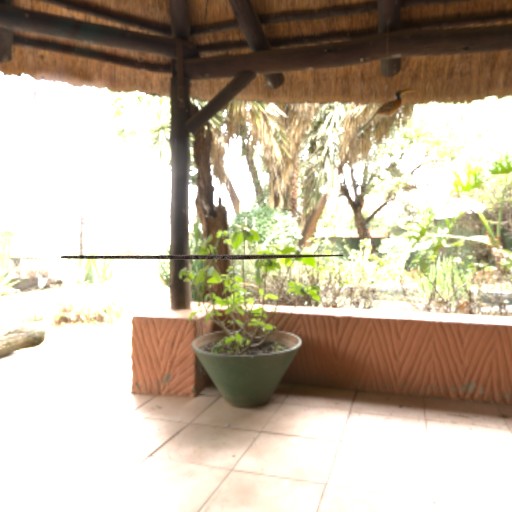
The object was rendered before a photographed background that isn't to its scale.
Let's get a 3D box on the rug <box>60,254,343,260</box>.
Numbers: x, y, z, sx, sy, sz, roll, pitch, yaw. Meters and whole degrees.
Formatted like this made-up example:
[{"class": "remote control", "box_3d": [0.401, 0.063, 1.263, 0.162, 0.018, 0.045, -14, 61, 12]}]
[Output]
[{"class": "rug", "box_3d": [0.000, 0.000, 2.542, 0.719, 0.013, 2.305, 0, 0, 18]}]
